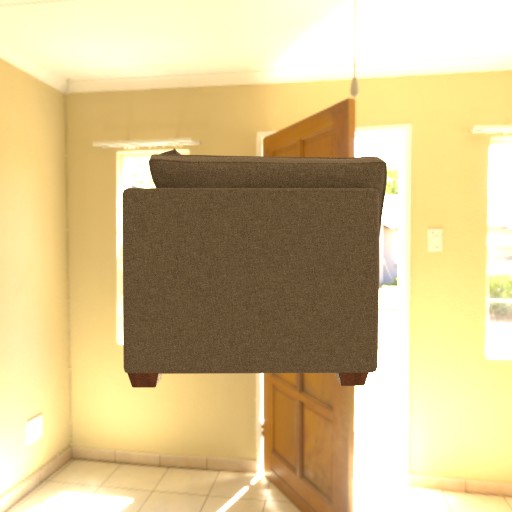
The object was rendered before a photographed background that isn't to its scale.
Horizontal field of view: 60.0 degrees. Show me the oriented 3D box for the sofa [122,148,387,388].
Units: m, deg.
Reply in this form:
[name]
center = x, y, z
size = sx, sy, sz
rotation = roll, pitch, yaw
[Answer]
[sofa]
center = 0.000, 0.000, 2.832
size = 1.061, 0.962, 2.317
rotation = 0, 1, 0
